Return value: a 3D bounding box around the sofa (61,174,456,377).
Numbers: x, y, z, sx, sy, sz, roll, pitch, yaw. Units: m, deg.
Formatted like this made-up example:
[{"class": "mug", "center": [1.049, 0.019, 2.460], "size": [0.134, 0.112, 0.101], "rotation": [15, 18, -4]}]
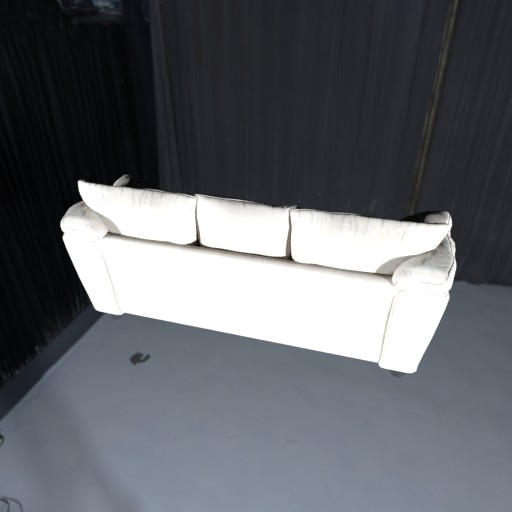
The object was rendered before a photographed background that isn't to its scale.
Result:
[{"class": "sofa", "center": [0.000, 0.000, 2.895], "size": [2.334, 0.996, 0.878], "rotation": [9, 32, 14]}]
